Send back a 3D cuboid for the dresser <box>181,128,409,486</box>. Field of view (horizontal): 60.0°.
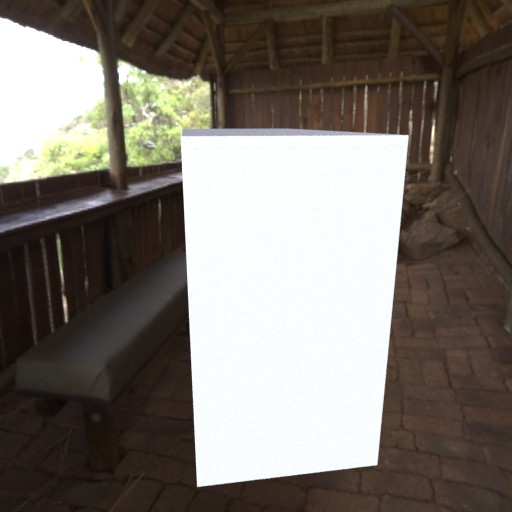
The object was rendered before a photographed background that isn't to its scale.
[{"bbox_3d":[0.000,0.000,1.510,0.460,0.820,1.100,-3,17,-9],"label":"dresser"}]
